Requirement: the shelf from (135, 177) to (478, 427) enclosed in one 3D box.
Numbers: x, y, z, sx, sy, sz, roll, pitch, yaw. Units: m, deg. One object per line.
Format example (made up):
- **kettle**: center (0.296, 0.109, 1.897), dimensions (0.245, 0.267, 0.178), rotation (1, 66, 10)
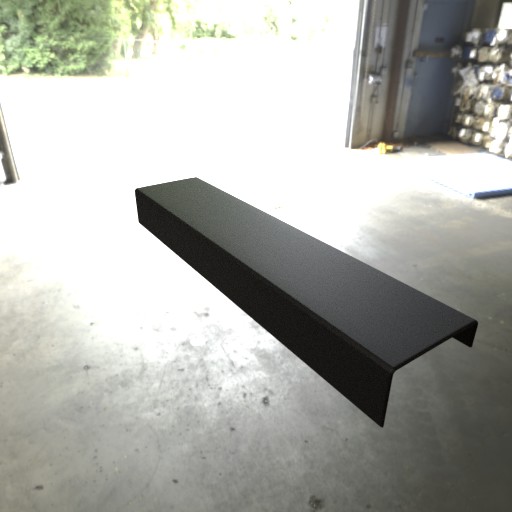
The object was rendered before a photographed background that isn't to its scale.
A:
- **shelf**: center (0.000, 0.000, 0.492), dimensions (0.102, 0.053, 0.456), rotation (-17, 32, -31)
